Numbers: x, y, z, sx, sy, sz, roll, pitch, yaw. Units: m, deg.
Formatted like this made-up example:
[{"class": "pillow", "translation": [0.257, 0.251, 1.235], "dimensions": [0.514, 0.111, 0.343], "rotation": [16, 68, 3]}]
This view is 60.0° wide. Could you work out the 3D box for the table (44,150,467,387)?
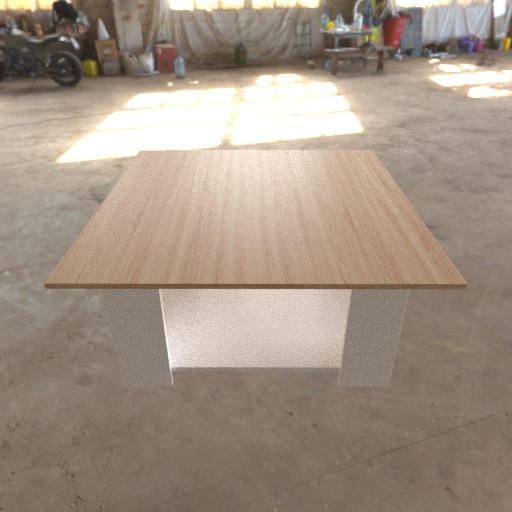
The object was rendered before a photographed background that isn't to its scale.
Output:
[{"class": "table", "translation": [0.000, 0.000, 1.066], "dimensions": [0.670, 0.305, 0.670], "rotation": [0, 31, 0]}]
